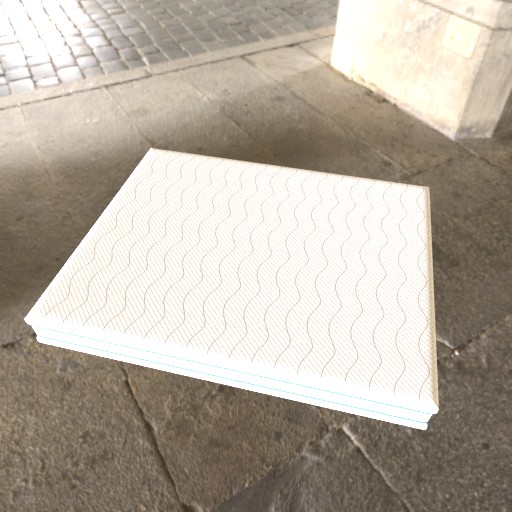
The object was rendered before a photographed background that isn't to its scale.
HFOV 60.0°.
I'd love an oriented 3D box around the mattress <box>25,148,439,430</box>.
[{"bbox_3d":[0.000,0.000,2.664,2.000,0.230,1.600,10,47,9],"label":"mattress"}]
